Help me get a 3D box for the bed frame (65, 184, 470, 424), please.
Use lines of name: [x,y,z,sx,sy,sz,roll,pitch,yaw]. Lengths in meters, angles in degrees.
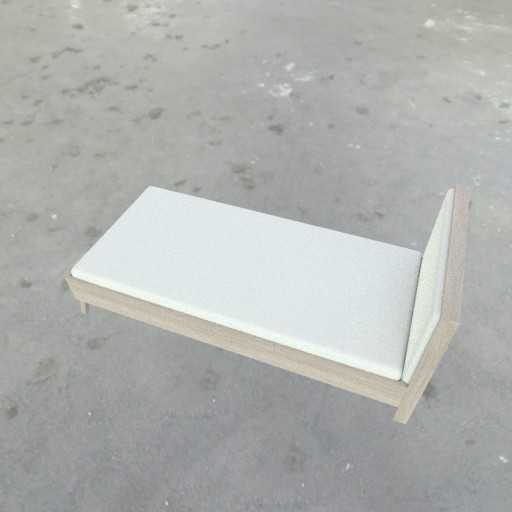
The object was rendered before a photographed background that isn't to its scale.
bed frame: [0.000,0.000,2.704,2.140,0.920,0.990,15,47,15]
